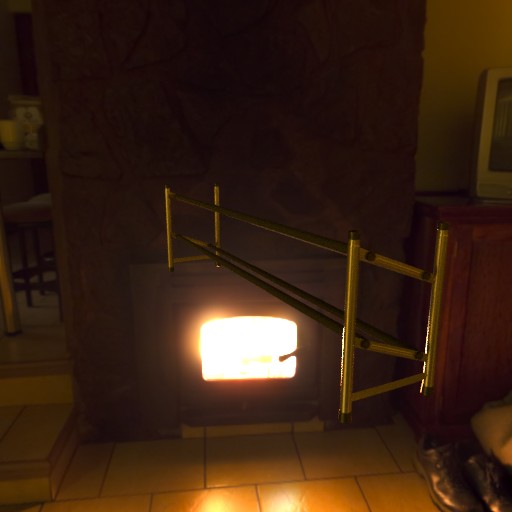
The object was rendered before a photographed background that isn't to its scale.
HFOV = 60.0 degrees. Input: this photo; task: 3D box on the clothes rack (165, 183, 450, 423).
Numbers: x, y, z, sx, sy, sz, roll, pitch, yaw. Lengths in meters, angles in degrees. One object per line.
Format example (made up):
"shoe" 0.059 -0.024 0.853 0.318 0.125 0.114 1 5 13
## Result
"clothes rack" 0.000 0.000 1.309 0.229 0.349 1.168 -6 15 -26
